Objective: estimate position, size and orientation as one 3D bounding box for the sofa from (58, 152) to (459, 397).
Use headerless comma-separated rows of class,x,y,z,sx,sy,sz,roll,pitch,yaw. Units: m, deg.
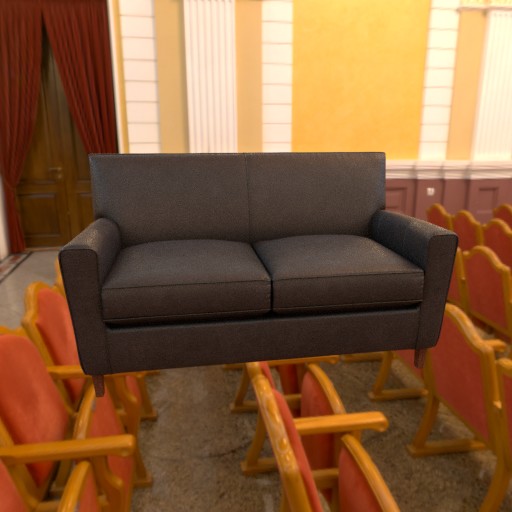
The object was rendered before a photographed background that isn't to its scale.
sofa,0.000,0.000,1.973,1.473,0.871,0.787,-3,16,-9
